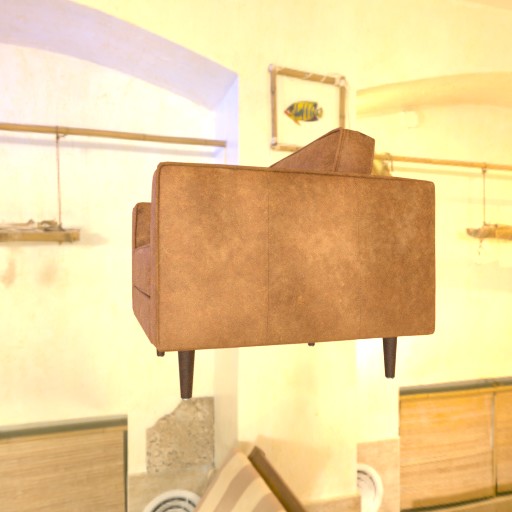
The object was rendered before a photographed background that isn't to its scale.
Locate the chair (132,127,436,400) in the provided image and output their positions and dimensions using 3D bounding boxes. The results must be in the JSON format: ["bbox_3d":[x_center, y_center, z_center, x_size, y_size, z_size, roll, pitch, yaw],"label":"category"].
[{"bbox_3d":[0.000,0.000,1.538,0.798,0.767,0.928,0,-1,-19],"label":"chair"}]
